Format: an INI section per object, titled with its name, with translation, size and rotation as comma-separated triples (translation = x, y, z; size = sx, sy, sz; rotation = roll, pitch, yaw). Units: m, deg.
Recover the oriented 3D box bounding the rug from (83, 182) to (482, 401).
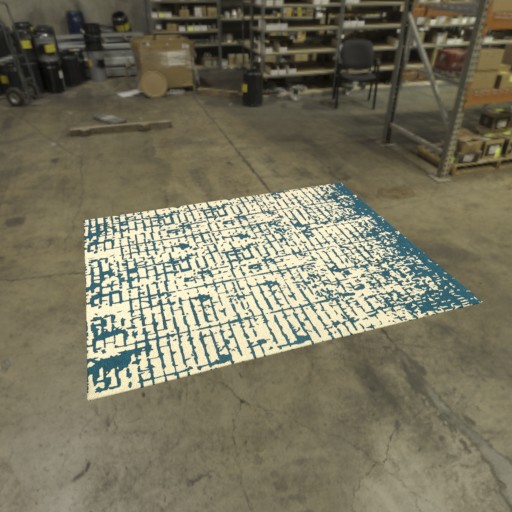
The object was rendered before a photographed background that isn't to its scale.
[rug]
translation = 0.000, 0.000, 4.099
size = 3.017, 0.014, 2.416
rotation = -11, 35, -15
